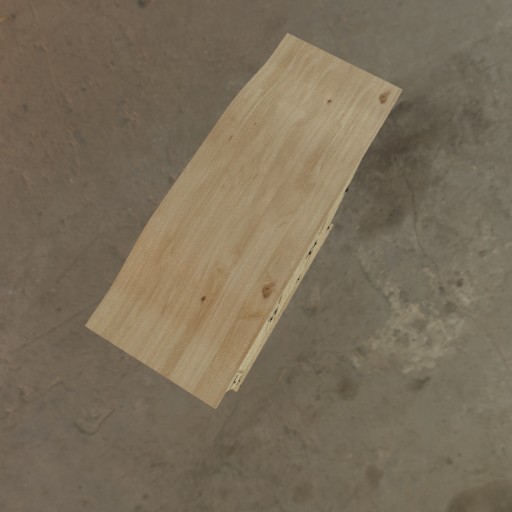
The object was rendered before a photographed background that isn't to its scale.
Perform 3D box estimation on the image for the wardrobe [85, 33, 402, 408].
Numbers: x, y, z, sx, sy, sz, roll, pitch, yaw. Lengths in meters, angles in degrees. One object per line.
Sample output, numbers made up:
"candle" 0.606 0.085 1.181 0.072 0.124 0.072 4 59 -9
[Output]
"wardrobe" 0.000 0.000 2.587 0.570 1.870 1.500 30 77 8
